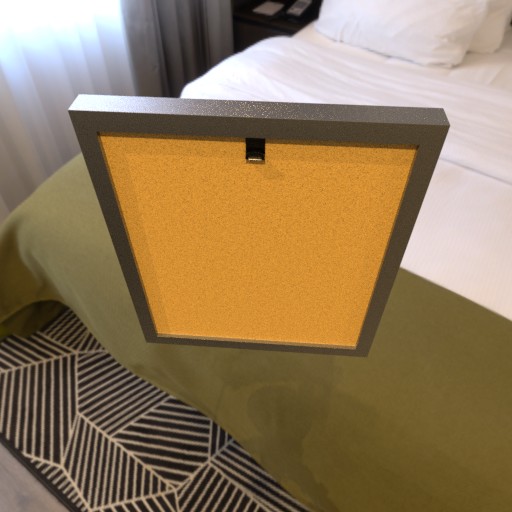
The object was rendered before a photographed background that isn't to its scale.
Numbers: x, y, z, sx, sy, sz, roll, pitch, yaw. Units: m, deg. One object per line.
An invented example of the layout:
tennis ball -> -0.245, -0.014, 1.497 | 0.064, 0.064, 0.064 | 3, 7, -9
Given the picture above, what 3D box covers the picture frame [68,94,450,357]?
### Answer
picture frame -> 0.000, 0.000, 1.347 | 0.839, 0.968, 0.073 | 3, 47, 3
